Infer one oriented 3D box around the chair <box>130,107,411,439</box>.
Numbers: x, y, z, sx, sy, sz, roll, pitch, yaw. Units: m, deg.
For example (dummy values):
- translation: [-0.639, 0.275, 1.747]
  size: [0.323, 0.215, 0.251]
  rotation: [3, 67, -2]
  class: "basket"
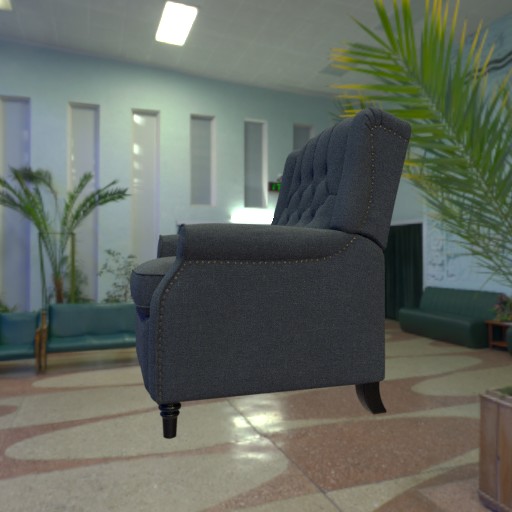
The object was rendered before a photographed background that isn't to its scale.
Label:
- translation: [0.000, 0.000, 1.657]
  size: [0.898, 1.035, 0.742]
  rotation: [0, 0, -18]
  class: "chair"
